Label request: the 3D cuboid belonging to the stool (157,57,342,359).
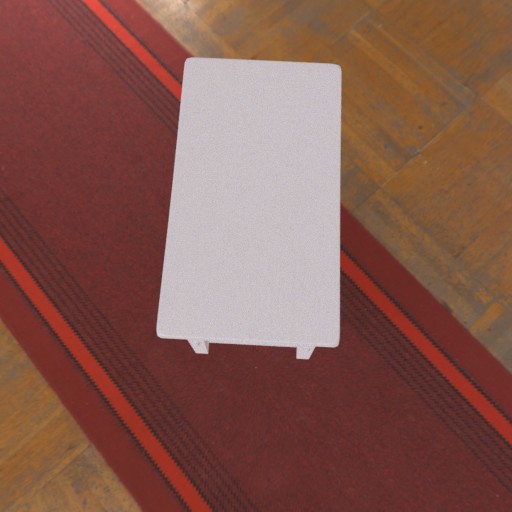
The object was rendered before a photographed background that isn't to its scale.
[{"bbox_3d":[0.000,0.000,0.959,0.322,0.742,0.406,3,76,1],"label":"stool"}]
